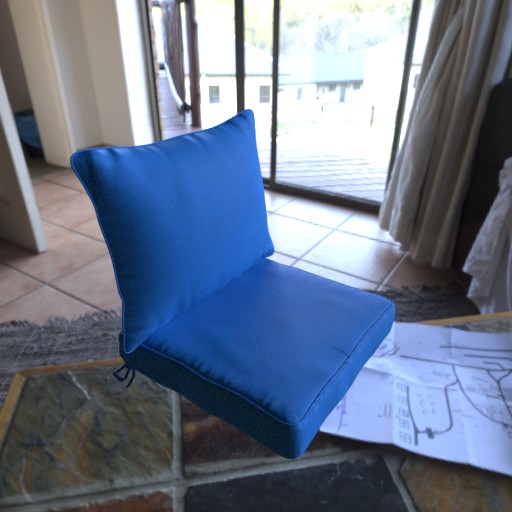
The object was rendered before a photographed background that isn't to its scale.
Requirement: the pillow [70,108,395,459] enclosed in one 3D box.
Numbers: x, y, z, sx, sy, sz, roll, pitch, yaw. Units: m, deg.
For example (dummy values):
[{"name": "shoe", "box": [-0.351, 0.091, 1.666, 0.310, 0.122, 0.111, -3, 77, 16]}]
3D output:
[{"name": "pillow", "box": [0.000, 0.000, 1.369, 0.733, 0.725, 0.798, 18, 33, 31]}]
